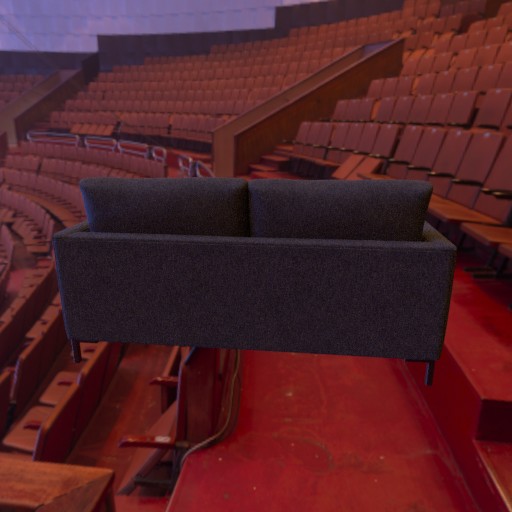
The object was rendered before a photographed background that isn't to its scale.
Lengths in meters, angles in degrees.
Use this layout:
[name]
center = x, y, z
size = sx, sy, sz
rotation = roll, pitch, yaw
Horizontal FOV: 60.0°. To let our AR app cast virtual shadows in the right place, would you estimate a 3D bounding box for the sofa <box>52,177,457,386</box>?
[sofa]
center = 0.000, 0.000, 2.279
size = 1.716, 0.862, 0.866
rotation = 2, 17, 6
